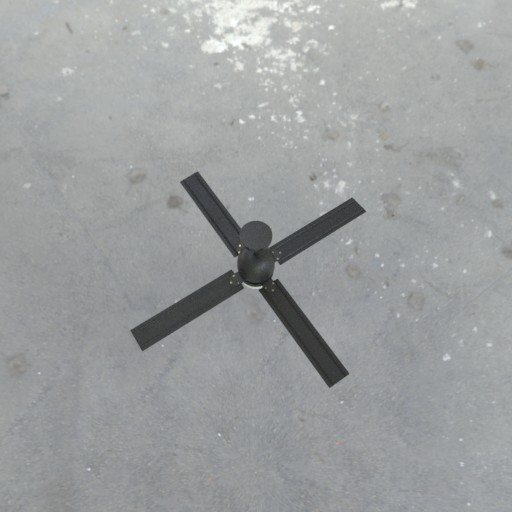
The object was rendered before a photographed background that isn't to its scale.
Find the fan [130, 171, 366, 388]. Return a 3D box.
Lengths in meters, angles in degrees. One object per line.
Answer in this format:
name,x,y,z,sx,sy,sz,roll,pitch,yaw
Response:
fan,0.000,0.000,2.067,1.319,0.410,1.319,-33,68,-15
